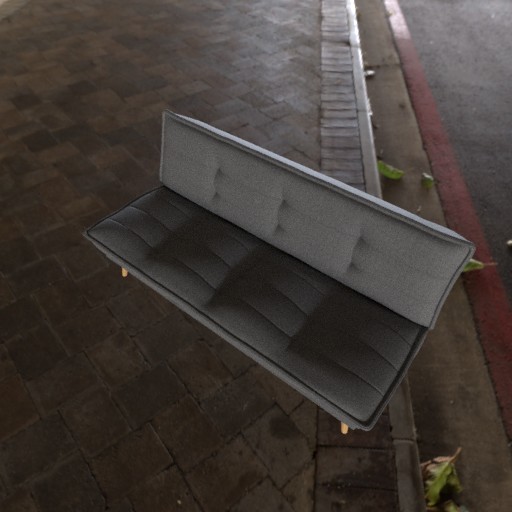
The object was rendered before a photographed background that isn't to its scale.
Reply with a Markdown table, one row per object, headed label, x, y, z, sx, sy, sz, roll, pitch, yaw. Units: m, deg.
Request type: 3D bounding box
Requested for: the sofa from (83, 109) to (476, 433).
| label | x | y | z | sx | sy | sz | roll | pitch | yaw |
| --- | --- | --- | --- | --- | --- | --- | --- | --- | --- |
| sofa | 0.000 | 0.000 | 2.464 | 1.940 | 0.890 | 0.950 | 30 | 53 | 26 |
